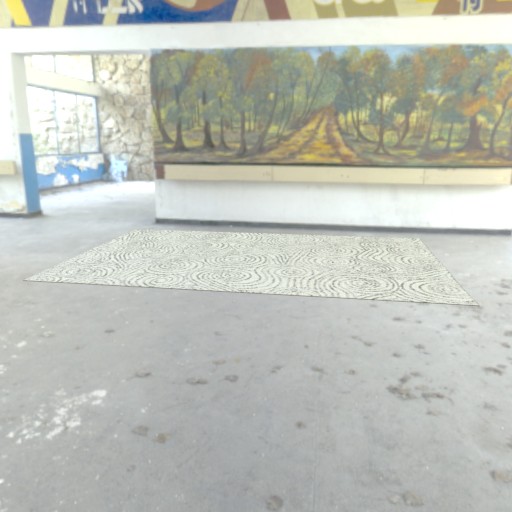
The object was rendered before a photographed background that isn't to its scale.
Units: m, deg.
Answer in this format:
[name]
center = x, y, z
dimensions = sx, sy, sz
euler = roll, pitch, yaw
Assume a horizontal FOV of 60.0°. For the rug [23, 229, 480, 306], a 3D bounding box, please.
[rug]
center = 0.000, 0.000, 3.056
dimensions = 2.439, 0.005, 1.524
euler = 2, 15, 9
